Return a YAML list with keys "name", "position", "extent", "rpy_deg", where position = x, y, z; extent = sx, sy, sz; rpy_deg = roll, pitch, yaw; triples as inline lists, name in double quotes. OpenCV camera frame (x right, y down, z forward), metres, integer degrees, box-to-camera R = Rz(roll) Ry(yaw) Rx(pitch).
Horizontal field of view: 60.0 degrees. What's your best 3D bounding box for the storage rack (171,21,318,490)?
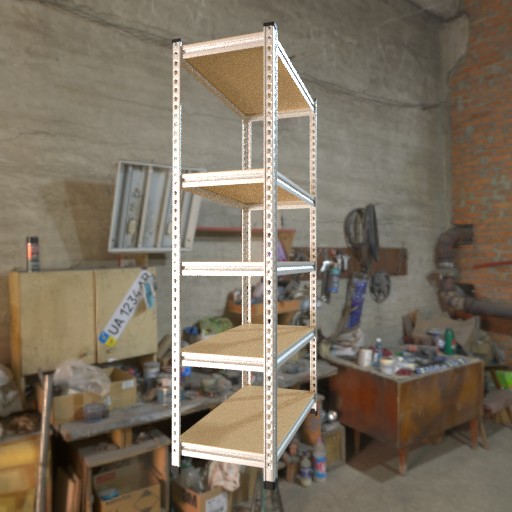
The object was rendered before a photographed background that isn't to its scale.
- name: "storage rack"
  position: [0.000, 0.000, 2.232]
  extent: [0.457, 1.829, 0.914]
  rpy_deg: [0, -1, 19]
